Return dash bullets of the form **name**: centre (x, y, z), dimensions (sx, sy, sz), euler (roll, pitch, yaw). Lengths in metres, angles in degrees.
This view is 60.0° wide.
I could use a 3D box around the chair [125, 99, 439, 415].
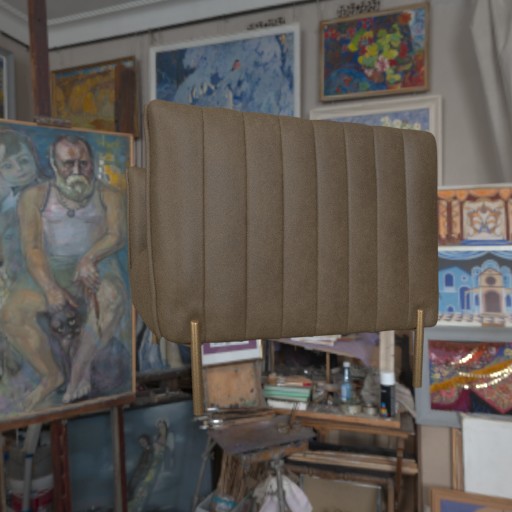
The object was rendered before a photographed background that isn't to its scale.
- **chair**: centre (0.000, 0.000, 1.623), dimensions (0.876, 0.779, 0.981), euler (0, 0, -19)
